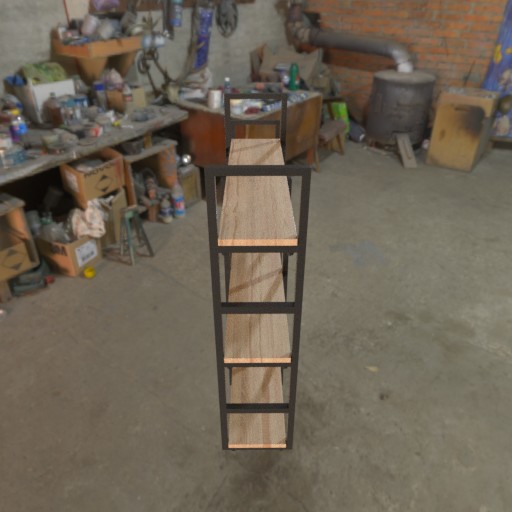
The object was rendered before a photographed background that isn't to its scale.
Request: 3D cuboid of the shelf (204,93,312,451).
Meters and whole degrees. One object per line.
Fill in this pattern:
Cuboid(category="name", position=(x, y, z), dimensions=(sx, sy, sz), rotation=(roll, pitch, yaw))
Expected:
Cuboid(category="shelf", position=(0.000, 0.000, 1.394), dimensions=(0.183, 0.921, 0.946), rotation=(0, 31, 0))
